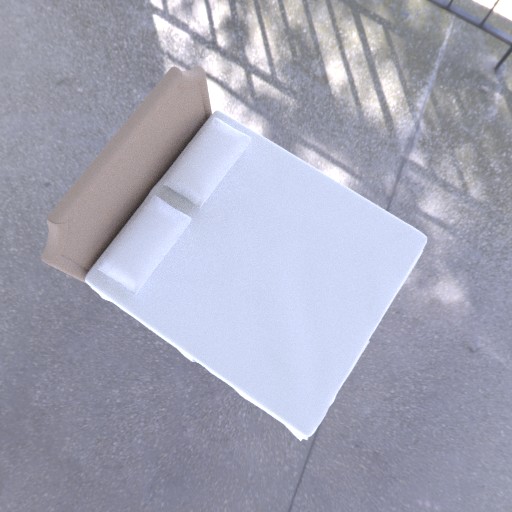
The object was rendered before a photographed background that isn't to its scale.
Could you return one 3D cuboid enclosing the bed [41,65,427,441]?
[{"bbox_3d":[0.000,0.000,4.104,2.773,1.590,2.350,33,78,8],"label":"bed"}]
